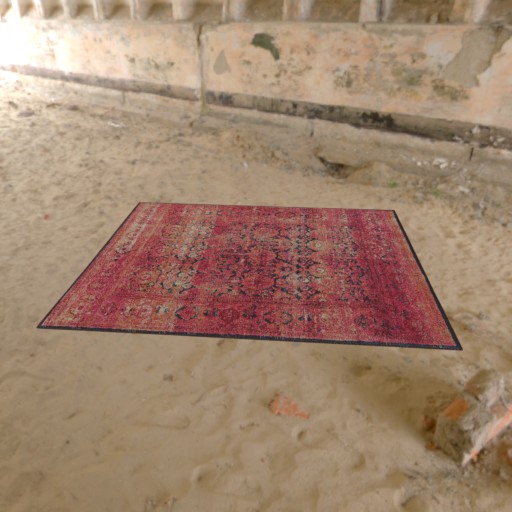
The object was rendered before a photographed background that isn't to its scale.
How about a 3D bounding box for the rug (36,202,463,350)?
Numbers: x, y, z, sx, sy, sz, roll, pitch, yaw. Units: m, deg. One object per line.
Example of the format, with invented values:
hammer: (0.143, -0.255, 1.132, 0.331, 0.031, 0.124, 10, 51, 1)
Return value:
rug: (0.000, 0.000, 4.181, 3.032, 0.020, 2.411, 2, 29, 4)
